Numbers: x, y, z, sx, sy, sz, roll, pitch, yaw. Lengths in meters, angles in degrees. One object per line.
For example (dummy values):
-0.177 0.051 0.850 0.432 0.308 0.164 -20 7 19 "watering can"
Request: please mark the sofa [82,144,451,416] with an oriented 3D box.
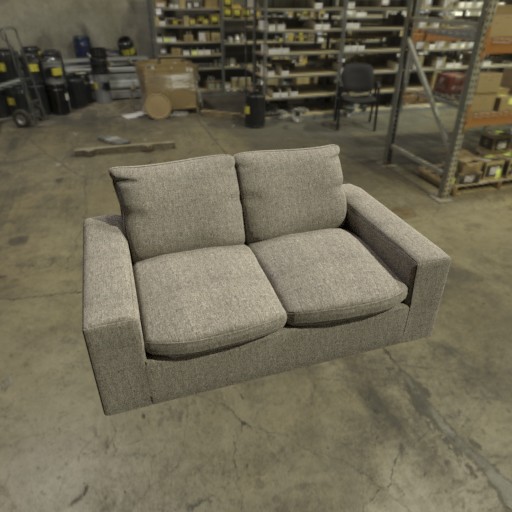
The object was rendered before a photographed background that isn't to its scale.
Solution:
0.000 0.000 2.415 1.758 0.877 1.094 -10 32 -16 "sofa"
